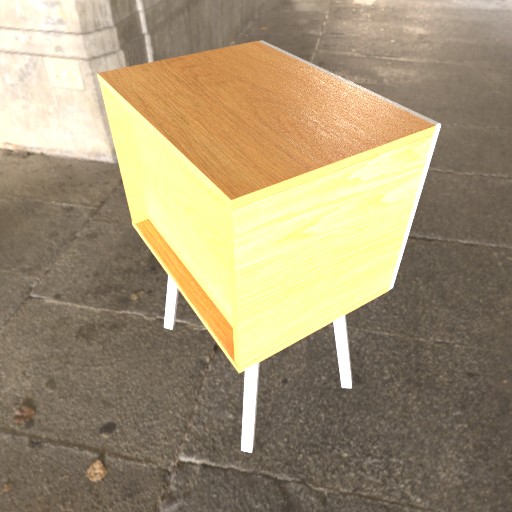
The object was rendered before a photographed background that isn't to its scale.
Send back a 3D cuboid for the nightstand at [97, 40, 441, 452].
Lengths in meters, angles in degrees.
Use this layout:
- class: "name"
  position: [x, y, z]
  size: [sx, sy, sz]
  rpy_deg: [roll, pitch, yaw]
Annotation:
- class: "nightstand"
  position: [0.000, 0.000, 0.814]
  size: [0.316, 0.601, 0.400]
  rpy_deg: [-23, 47, -24]
